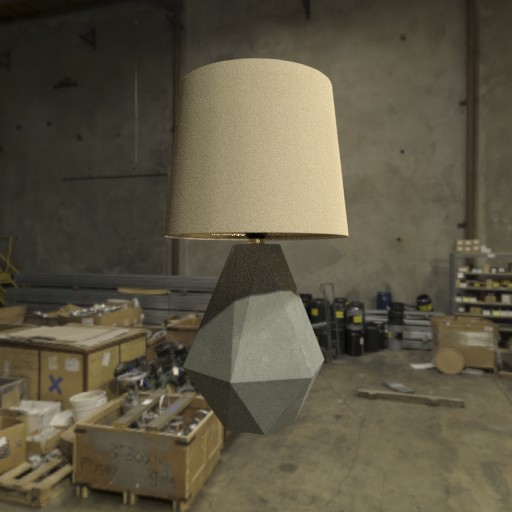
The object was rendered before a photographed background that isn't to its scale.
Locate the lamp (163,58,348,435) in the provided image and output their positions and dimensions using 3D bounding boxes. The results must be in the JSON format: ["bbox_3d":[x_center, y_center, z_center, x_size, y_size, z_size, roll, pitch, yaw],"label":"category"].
[{"bbox_3d":[0.000,0.000,0.676,0.276,0.501,0.276,0,0,0],"label":"lamp"}]
